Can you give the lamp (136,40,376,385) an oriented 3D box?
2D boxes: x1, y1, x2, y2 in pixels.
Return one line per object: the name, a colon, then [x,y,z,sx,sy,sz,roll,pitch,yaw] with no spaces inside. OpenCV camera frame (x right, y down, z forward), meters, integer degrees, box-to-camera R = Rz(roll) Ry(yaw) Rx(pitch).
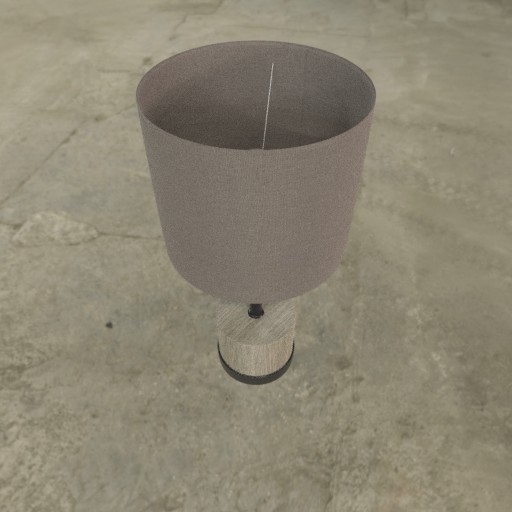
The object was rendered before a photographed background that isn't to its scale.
lamp: [0.000,0.000,0.593,0.229,0.470,0.229,31,53,27]
